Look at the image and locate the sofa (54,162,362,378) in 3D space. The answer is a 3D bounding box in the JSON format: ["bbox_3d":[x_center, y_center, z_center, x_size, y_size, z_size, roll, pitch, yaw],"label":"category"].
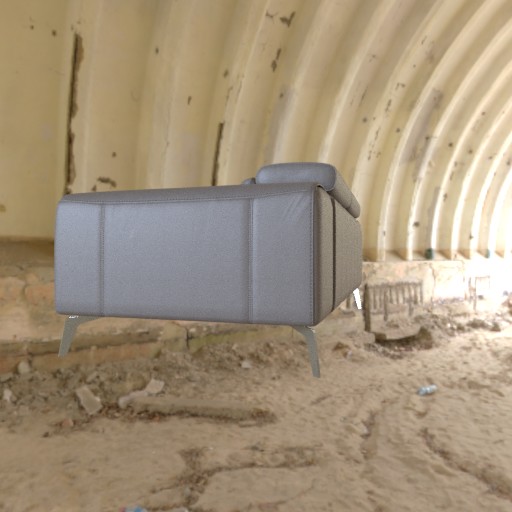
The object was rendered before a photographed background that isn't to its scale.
[{"bbox_3d":[0.000,0.000,2.415,1.024,0.753,1.930,0,0,17],"label":"sofa"}]
